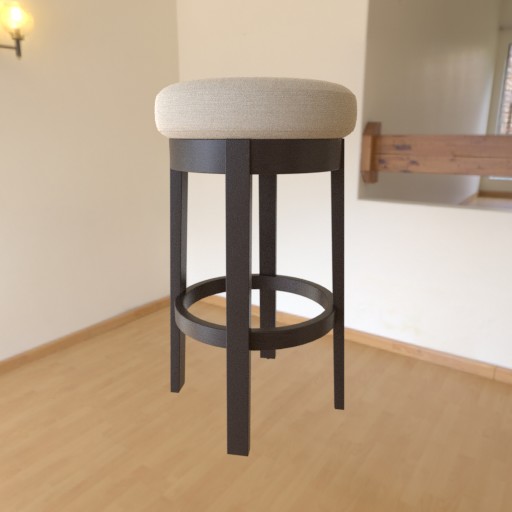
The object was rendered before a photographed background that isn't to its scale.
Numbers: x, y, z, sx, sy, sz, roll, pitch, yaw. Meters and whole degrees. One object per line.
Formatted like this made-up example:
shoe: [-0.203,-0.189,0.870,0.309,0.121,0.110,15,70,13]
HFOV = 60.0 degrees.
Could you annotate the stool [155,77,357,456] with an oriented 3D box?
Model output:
stool: [0.000,0.000,1.043,0.446,0.758,0.446,0,15,0]
